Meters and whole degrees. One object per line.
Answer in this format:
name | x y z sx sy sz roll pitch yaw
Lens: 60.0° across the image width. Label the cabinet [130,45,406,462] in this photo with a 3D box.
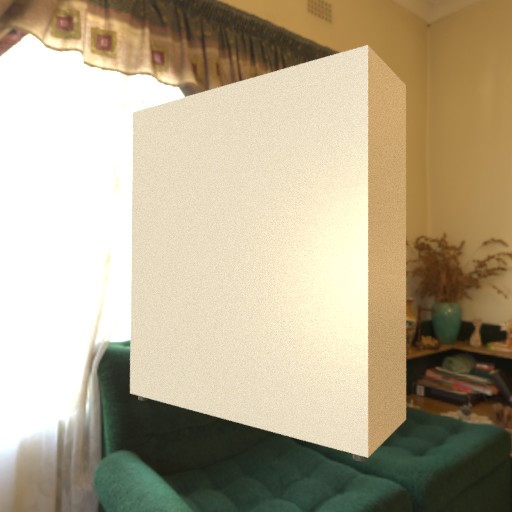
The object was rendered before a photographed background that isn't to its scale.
cabinet | 0.000 0.000 1.634 0.990 1.150 0.348 0 0 35
